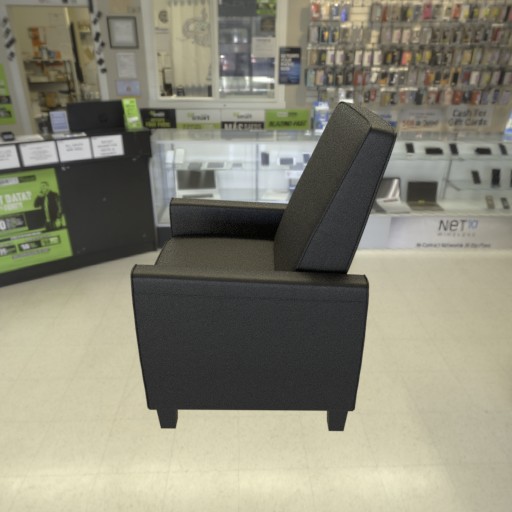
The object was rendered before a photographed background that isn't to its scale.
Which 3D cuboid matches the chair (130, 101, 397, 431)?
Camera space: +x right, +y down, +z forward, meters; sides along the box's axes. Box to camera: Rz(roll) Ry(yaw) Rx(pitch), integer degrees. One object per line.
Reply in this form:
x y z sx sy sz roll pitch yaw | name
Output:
0.000 0.000 1.587 0.746 1.013 0.705 0 26 0 | chair
